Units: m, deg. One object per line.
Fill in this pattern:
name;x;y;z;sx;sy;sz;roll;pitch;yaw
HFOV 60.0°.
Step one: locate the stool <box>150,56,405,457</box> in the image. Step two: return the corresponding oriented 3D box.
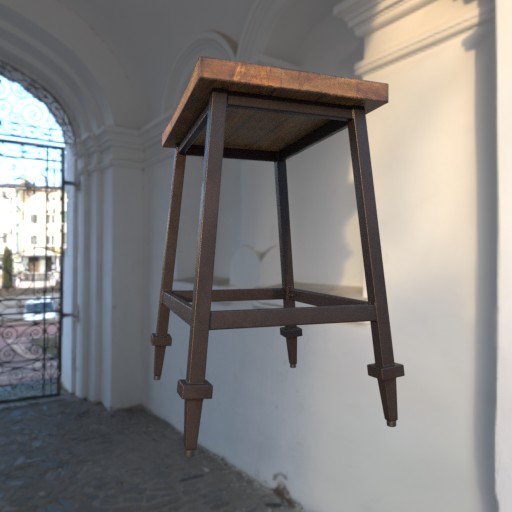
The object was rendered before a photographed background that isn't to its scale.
stool;0.000;0.000;0.968;0.405;0.625;0.486;0;0;-19
